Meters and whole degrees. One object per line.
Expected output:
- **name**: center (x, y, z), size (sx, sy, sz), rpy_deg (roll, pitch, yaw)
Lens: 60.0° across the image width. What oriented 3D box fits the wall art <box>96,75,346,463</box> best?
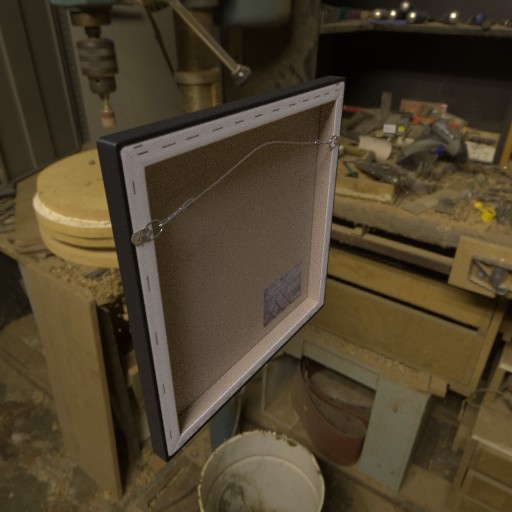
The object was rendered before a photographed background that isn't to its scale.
- **wall art**: center (0.000, 0.000, 0.899), size (0.043, 0.611, 0.610), rpy_deg (21, 36, 31)
